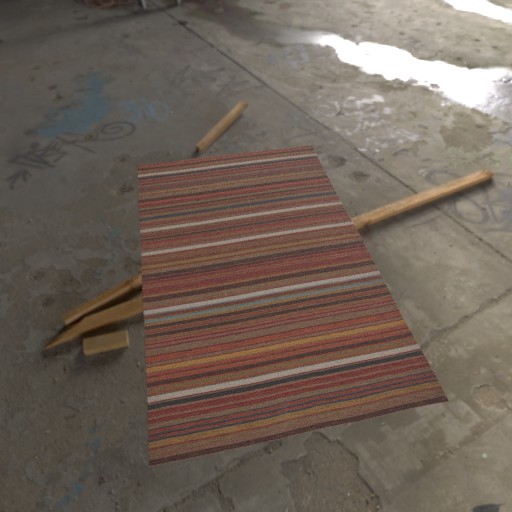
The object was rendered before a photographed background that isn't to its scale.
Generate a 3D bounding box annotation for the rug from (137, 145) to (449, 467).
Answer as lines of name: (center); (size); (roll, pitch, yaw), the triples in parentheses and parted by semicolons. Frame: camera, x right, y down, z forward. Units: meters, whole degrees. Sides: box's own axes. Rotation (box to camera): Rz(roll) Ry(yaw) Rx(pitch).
rug: (0.000, 0.000, 2.985); (1.523, 0.008, 2.438); (-9, 47, -8)
